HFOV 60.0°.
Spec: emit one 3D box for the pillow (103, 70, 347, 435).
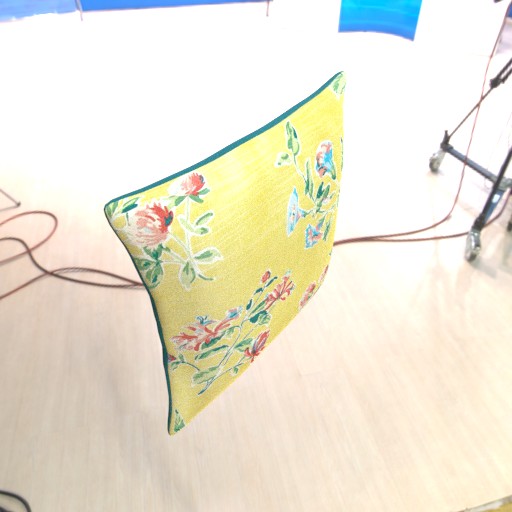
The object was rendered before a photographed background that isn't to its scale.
[{"bbox_3d":[0.000,0.000,0.797,0.166,0.508,0.525,27,49,27],"label":"pillow"}]
